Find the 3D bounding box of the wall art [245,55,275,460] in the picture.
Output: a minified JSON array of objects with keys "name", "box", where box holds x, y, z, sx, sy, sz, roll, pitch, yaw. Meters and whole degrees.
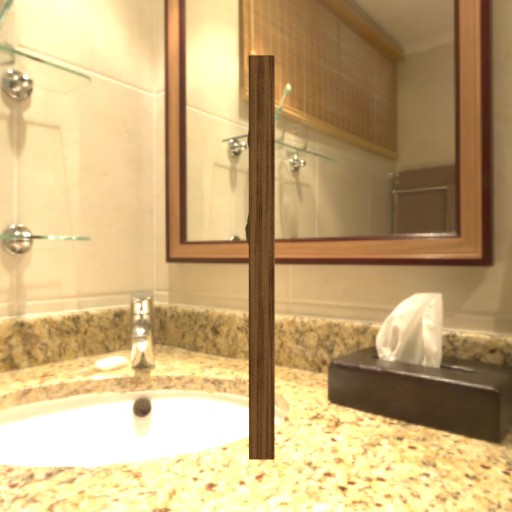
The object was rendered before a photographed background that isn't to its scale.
[{"name":"wall art","box":[0.000,0.000,1.089,0.063,0.609,0.841,0,0,0]}]
